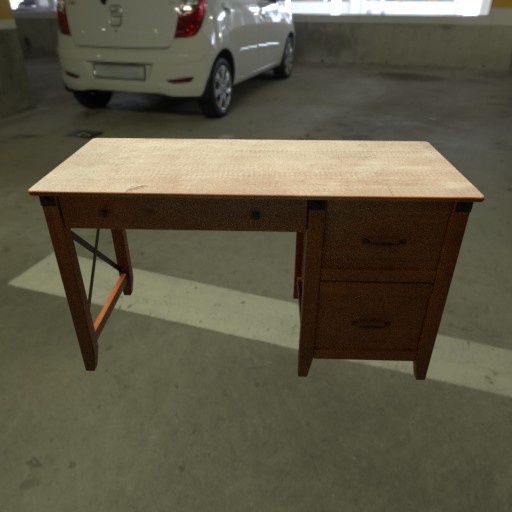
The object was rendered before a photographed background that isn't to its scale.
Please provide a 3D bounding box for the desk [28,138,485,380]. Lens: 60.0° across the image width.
[{"bbox_3d":[0.000,0.000,1.736,1.353,0.756,0.574,1,30,2],"label":"desk"}]
